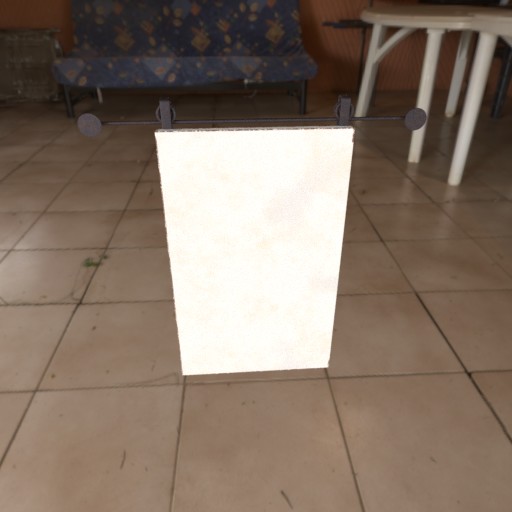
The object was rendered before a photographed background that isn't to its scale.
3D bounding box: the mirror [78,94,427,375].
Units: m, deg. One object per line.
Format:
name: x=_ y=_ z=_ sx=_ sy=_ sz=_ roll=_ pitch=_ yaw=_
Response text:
mirror: x=0.000 y=0.000 z=1.224 sx=0.808 sy=0.844 sz=0.037 roll=-2 pitch=30 yaw=-4
